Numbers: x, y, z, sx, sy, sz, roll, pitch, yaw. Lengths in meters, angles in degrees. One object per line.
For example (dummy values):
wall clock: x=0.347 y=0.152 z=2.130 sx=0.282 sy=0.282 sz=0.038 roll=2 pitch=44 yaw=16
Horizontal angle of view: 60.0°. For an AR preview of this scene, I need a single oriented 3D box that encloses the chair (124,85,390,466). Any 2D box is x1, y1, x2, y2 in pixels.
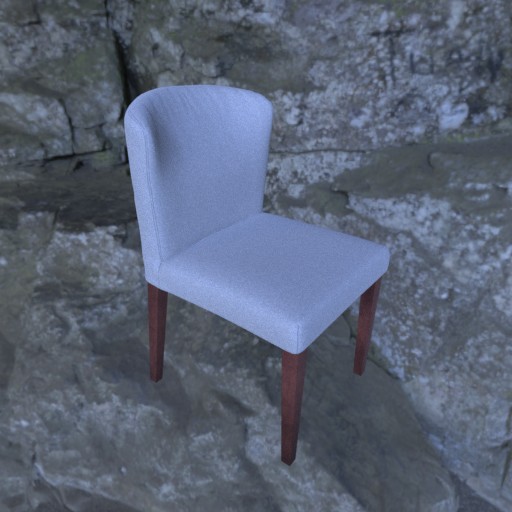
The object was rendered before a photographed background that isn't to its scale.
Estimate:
chair: x=0.000 y=0.000 z=1.215 sx=0.592 sy=0.839 sz=0.491 roll=19 pitch=33 yaw=33
